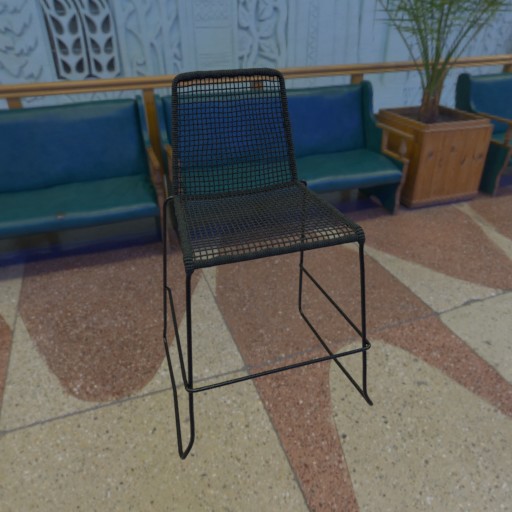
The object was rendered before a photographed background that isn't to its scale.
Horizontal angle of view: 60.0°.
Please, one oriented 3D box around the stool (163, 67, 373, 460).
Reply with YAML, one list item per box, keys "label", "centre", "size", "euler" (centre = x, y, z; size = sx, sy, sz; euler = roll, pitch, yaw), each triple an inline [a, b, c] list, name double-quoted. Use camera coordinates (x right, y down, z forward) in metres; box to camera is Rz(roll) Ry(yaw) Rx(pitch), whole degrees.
- label: "stool"
  centre: [0.000, 0.000, 1.236]
  size: [0.590, 0.905, 0.509]
  euler: [-10, 33, -15]
